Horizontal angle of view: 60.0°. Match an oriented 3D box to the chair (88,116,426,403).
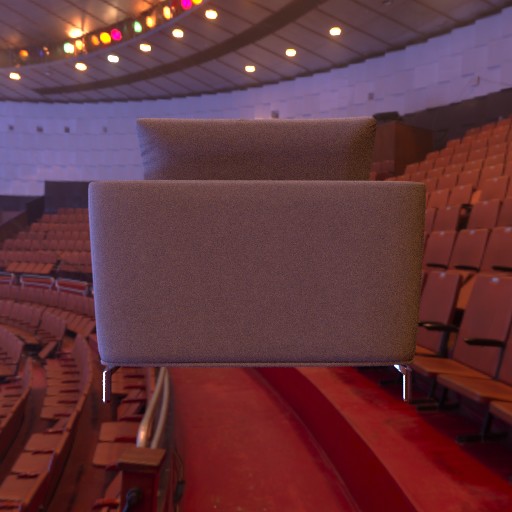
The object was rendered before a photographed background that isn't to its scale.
[{"bbox_3d":[0.000,0.000,1.691,1.041,0.864,0.889,0,-1,-1],"label":"chair"}]
